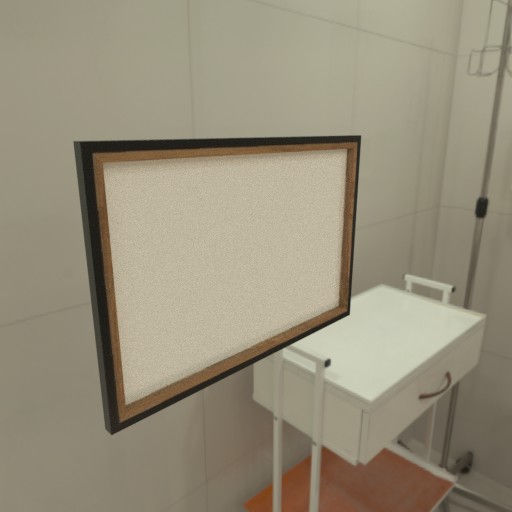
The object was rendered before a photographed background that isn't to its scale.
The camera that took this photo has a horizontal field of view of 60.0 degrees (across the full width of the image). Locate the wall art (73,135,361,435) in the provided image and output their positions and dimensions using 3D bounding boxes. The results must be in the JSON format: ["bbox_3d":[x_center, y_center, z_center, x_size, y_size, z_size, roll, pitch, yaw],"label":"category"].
[{"bbox_3d":[0.000,0.000,0.862,0.659,0.446,0.022,-15,22,-43],"label":"wall art"}]
